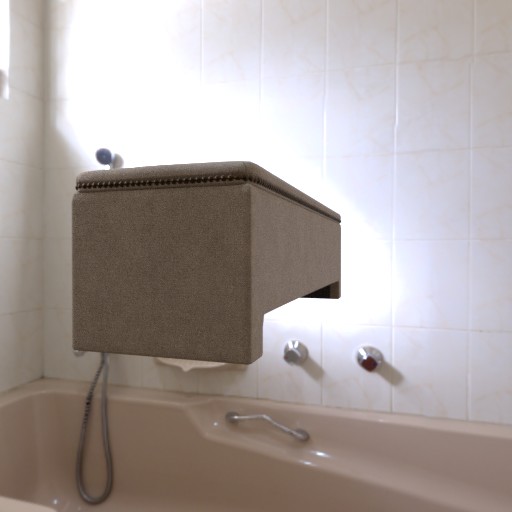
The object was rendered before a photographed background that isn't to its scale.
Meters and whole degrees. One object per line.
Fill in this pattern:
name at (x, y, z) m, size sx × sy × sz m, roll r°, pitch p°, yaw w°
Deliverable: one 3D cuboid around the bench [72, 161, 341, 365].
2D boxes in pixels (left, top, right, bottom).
bench at (0.000, 0.000, 1.691) m, size 0.470 × 0.447 × 1.482 m, roll 0°, pitch 1°, yaw 18°
